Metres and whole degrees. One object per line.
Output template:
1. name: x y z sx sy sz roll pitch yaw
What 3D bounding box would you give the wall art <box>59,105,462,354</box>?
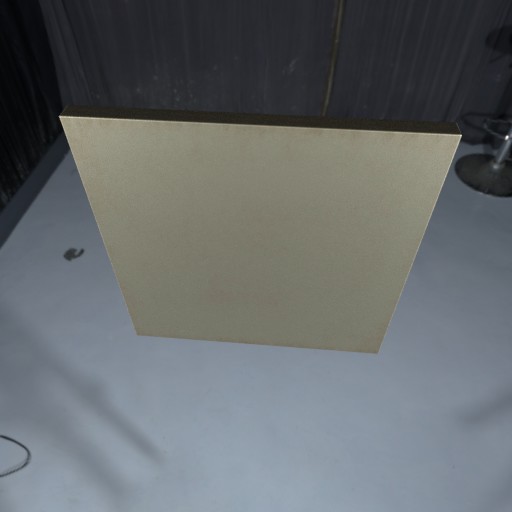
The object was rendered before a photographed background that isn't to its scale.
1. wall art: 0.000 0.000 0.745 0.503 0.506 0.030 4 47 3
